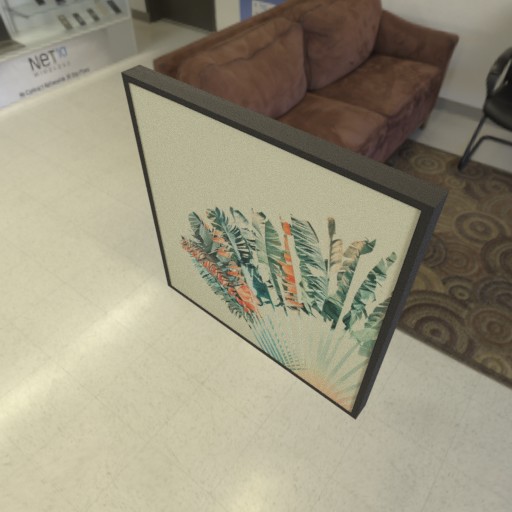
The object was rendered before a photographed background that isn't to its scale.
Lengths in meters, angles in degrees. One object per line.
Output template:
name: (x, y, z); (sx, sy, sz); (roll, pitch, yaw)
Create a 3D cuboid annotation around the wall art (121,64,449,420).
wall art: (0.000, 0.000, 0.761); (0.509, 0.507, 0.037); (31, 53, 26)
